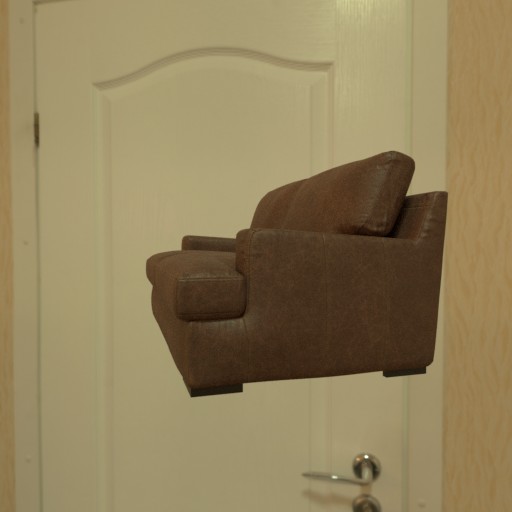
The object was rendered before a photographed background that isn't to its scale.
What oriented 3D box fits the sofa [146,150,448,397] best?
[{"bbox_3d":[0.000,0.000,2.531,1.143,0.939,1.880,-1,2,-17],"label":"sofa"}]
